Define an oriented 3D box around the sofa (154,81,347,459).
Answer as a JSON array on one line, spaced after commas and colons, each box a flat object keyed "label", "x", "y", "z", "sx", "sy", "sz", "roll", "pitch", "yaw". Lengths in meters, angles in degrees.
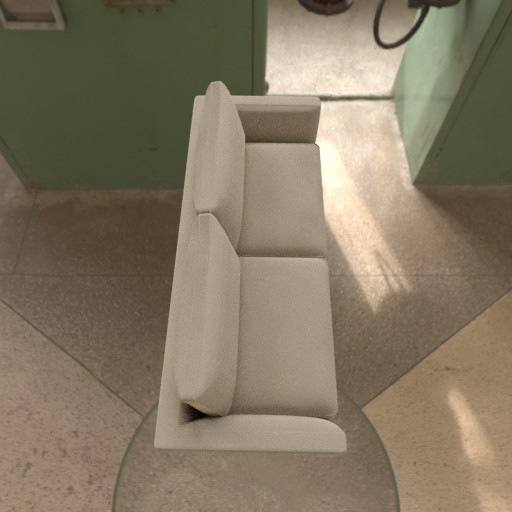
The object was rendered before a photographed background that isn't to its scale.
[{"label": "sofa", "x": 0.000, "y": 0.000, "z": 2.672, "sx": 0.868, "sy": 1.005, "sz": 2.214, "roll": 1, "pitch": 61, "yaw": 0}]
